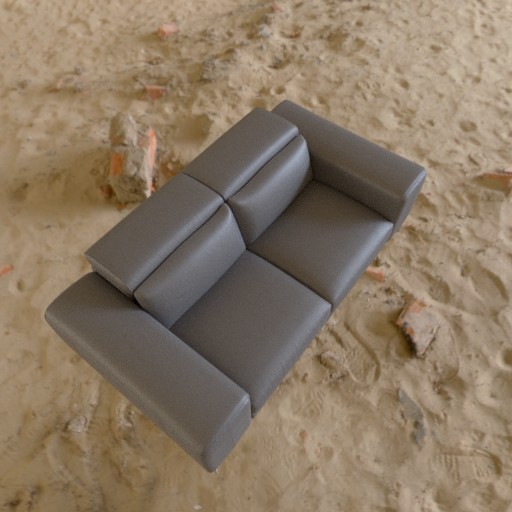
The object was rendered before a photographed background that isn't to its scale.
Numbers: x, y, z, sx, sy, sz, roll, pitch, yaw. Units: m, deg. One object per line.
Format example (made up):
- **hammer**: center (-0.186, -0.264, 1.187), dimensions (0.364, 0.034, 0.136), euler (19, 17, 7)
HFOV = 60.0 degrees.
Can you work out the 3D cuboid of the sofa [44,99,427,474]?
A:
- **sofa**: center (0.000, 0.000, 2.431), dimensions (1.024, 0.753, 1.930), euler (33, 63, 19)
